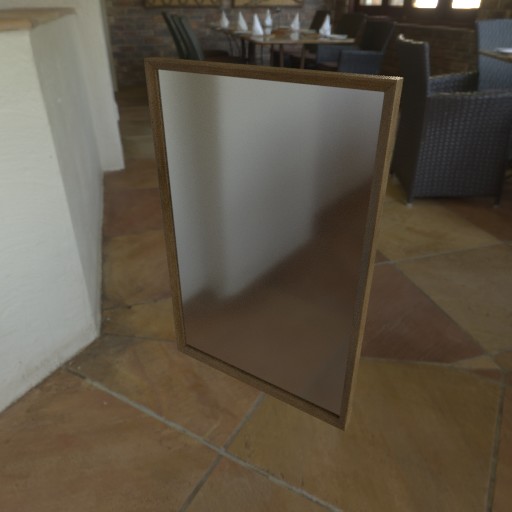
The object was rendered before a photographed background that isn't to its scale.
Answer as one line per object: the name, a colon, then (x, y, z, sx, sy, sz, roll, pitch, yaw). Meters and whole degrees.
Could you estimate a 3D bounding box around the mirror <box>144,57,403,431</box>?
mirror: (0.000, 0.000, 1.155, 0.609, 0.915, 0.041, 18, 34, 28)
